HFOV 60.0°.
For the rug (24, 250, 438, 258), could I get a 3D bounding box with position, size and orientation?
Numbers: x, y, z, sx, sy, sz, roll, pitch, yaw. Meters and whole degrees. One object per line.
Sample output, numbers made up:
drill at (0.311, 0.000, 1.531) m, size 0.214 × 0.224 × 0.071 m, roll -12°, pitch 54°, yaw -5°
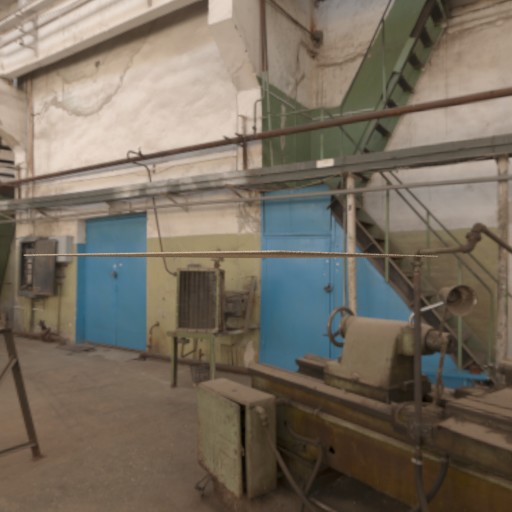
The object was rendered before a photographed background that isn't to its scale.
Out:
rug at (0.000, 0.000, 4.079) m, size 2.453 × 0.010 × 3.037 m, roll 0°, pitch -1°, yaw 36°
